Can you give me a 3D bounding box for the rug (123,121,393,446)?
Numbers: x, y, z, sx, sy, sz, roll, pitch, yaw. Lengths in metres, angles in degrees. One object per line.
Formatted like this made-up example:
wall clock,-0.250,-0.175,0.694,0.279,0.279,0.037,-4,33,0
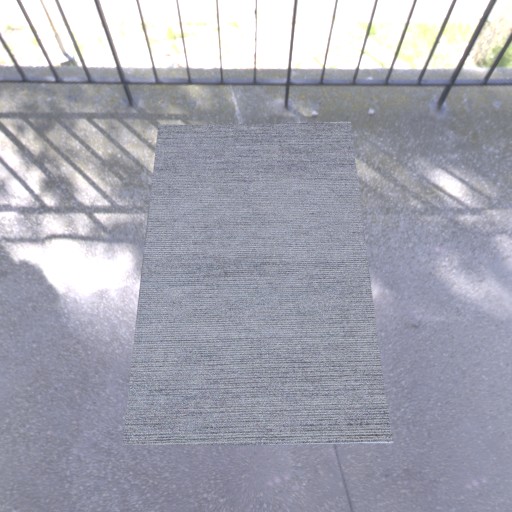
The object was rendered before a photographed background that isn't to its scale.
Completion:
rug,0.000,0.000,2.274,1.159,0.021,1.789,0,64,0
